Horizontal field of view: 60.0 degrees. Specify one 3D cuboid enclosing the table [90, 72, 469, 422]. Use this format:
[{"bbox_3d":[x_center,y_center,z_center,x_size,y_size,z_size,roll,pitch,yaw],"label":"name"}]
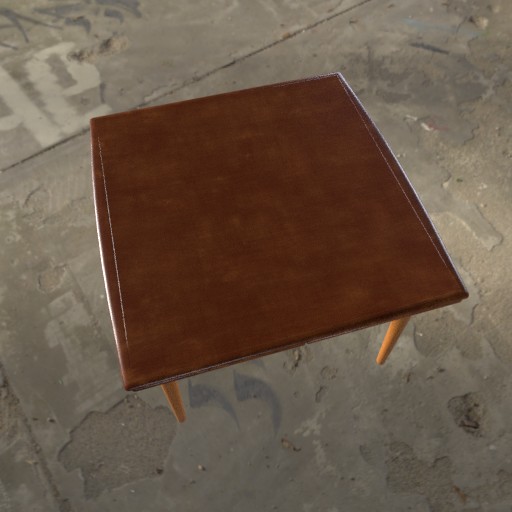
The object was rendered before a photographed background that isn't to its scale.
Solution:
[{"bbox_3d":[0.000,0.000,1.712,0.991,0.754,0.991,-14,60,-8],"label":"table"}]
